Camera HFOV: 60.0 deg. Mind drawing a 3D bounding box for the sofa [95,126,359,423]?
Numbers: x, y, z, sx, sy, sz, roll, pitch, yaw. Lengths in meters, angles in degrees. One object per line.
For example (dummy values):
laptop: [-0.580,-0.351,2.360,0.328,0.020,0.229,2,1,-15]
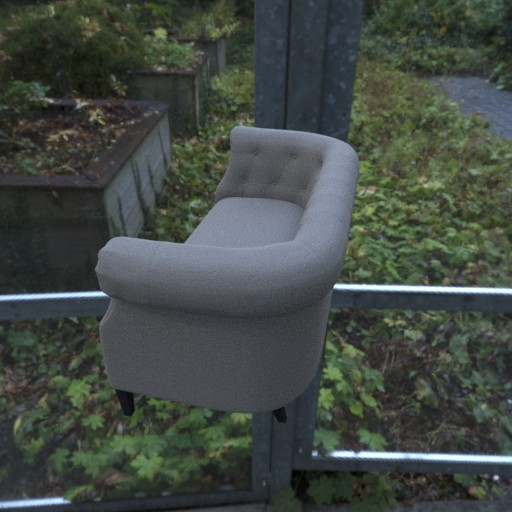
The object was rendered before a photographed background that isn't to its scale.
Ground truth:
sofa: [0.000,0.000,2.081,0.835,0.827,1.558,8,32,12]
